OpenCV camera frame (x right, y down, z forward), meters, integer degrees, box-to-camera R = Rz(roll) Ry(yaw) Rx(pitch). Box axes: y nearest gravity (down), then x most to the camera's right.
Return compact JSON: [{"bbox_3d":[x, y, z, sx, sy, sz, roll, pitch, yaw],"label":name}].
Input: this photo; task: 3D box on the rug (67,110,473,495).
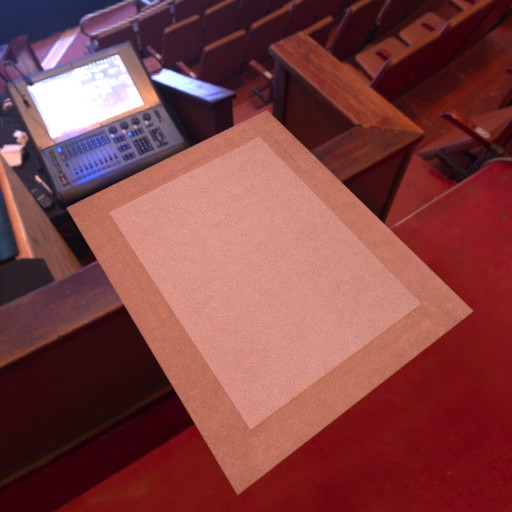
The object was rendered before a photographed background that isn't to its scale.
[{"bbox_3d":[0.000,0.000,4.092,2.438,0.014,3.048,-31,64,-17],"label":"rug"}]
